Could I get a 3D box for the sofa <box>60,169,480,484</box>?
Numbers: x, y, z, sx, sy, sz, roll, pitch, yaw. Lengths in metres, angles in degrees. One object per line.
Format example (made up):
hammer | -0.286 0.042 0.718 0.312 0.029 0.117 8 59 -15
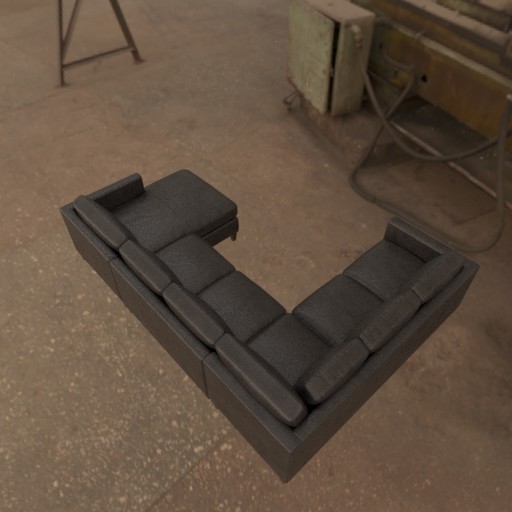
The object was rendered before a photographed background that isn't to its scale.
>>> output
sofa | 0.000 0.000 4.470 2.452 0.891 3.324 -33 54 -28
